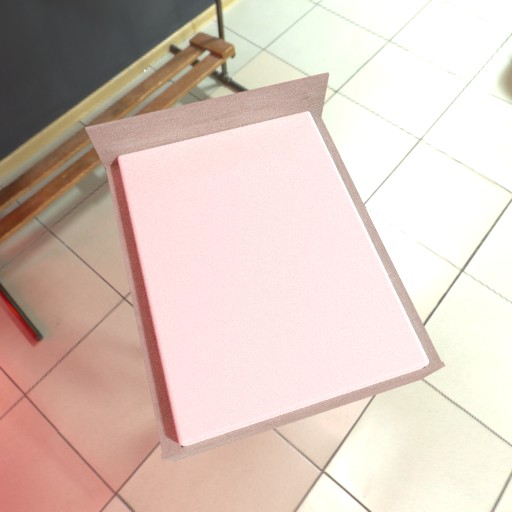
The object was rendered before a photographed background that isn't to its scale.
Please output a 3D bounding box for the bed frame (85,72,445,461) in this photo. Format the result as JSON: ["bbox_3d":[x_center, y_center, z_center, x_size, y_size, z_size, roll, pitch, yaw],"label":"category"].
[{"bbox_3d":[0.000,0.000,2.814,1.622,0.800,1.960,-16,65,-7],"label":"bed frame"}]
